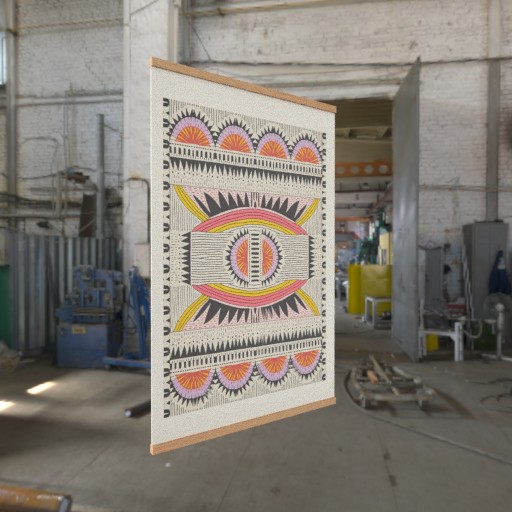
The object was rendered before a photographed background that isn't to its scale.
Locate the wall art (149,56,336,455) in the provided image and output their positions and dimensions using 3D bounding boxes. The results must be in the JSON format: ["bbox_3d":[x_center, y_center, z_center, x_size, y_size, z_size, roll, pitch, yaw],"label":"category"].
[{"bbox_3d":[0.000,0.000,2.007,0.999,1.533,0.028,0,1,-36],"label":"wall art"}]
